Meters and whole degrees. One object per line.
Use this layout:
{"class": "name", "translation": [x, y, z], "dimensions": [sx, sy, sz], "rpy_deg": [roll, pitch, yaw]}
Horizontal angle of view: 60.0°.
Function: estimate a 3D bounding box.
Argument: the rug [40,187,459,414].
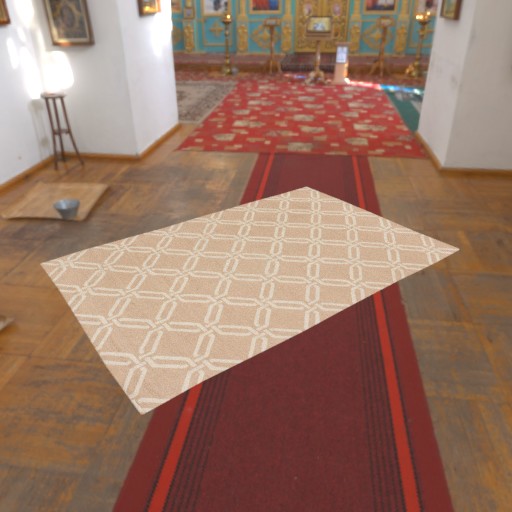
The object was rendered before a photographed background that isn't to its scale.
{"class": "rug", "translation": [0.000, 0.000, 2.182], "dimensions": [1.745, 0.010, 1.146], "rpy_deg": [-20, 35, -32]}
